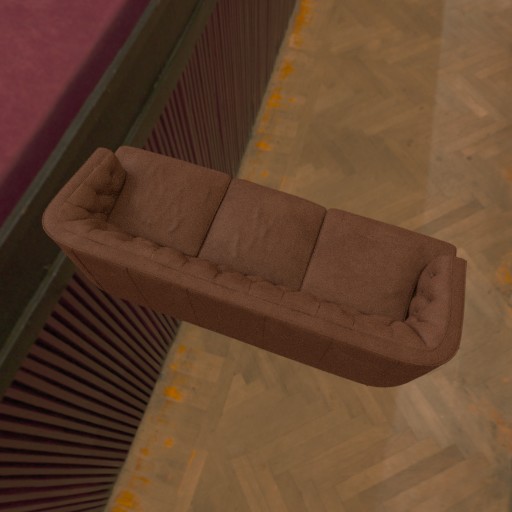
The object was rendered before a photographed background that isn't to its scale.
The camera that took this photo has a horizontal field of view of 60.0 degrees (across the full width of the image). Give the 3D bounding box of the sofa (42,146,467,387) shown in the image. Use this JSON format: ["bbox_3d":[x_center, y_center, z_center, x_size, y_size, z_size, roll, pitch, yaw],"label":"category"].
[{"bbox_3d":[0.000,0.000,2.631,2.227,0.787,0.927,18,66,8],"label":"sofa"}]
